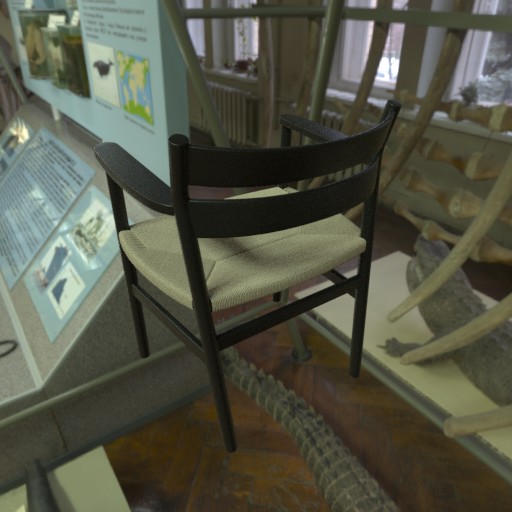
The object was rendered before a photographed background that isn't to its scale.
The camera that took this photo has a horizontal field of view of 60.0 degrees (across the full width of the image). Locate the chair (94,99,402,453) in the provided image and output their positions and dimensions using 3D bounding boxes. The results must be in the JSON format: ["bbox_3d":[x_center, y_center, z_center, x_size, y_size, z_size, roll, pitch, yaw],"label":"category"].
[{"bbox_3d":[0.000,0.000,1.164,0.630,0.775,0.508,-19,35,-30],"label":"chair"}]
